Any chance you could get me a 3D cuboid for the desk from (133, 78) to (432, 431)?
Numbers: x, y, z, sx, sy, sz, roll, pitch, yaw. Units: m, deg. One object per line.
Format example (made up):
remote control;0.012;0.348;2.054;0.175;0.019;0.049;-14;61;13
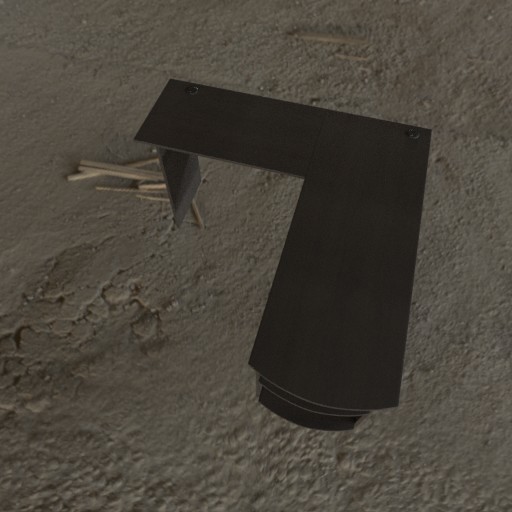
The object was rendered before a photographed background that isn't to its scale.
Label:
desk;0.000;0.000;2.113;1.303;0.716;1.361;14;60;8
